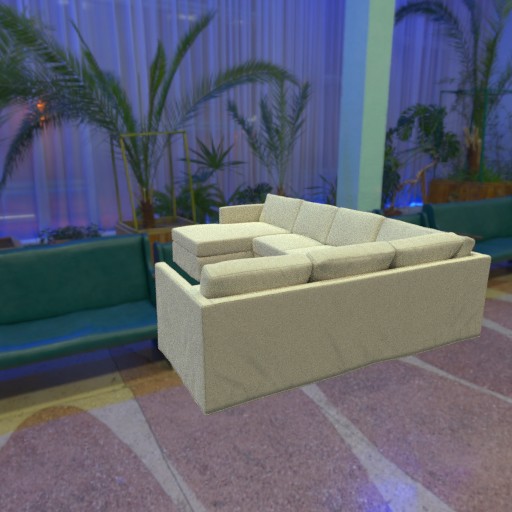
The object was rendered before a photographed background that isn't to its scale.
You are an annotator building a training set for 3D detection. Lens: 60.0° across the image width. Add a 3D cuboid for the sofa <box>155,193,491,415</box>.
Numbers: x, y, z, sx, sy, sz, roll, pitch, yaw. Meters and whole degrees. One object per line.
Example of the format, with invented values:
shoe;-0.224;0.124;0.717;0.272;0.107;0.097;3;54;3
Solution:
sofa;0.000;0.000;4.494;2.448;0.882;3.464;-7;16;-26
